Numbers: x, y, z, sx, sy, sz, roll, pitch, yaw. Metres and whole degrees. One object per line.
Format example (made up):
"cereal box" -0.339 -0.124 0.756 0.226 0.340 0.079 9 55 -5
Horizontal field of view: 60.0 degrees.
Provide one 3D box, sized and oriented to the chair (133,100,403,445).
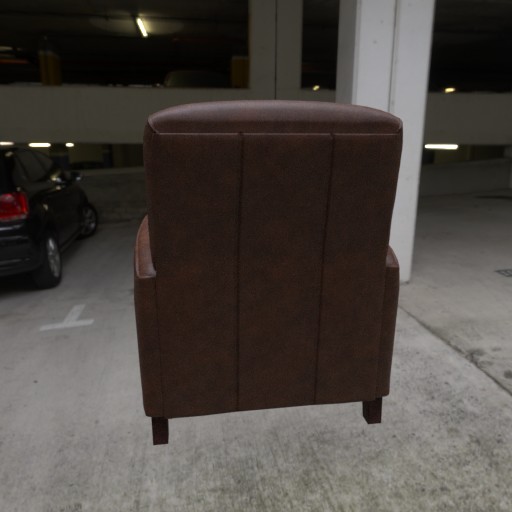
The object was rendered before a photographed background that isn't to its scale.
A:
"chair" 0.000 0.000 1.610 0.839 1.010 0.850 -2 15 -8
